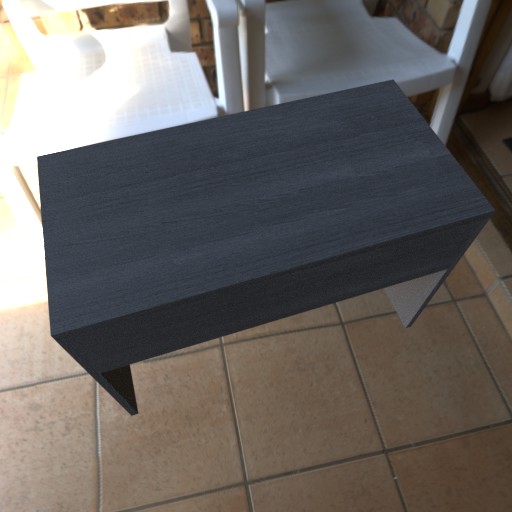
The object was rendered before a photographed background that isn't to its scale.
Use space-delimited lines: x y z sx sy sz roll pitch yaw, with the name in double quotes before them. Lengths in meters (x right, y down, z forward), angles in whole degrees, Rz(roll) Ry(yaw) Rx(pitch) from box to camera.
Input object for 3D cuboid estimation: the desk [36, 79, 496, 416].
"desk" 0.000 0.000 1.484 1.099 0.729 0.557 -15 59 -10
